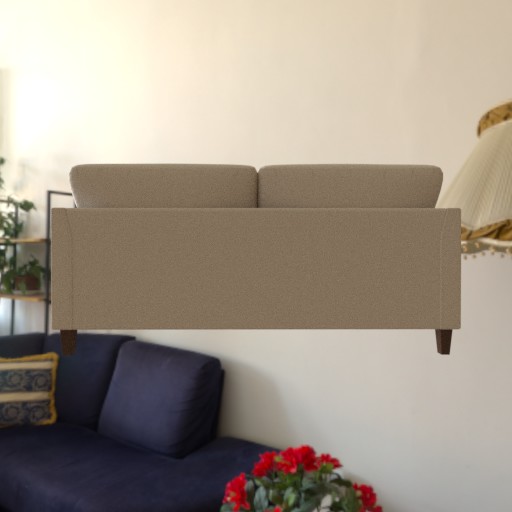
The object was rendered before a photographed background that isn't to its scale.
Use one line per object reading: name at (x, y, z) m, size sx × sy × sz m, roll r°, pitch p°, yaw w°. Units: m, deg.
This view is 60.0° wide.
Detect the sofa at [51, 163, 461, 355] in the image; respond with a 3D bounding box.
sofa at (0.000, 0.000, 2.340) m, size 1.776 × 0.836 × 0.970 m, roll 0°, pitch 0°, yaw 0°
